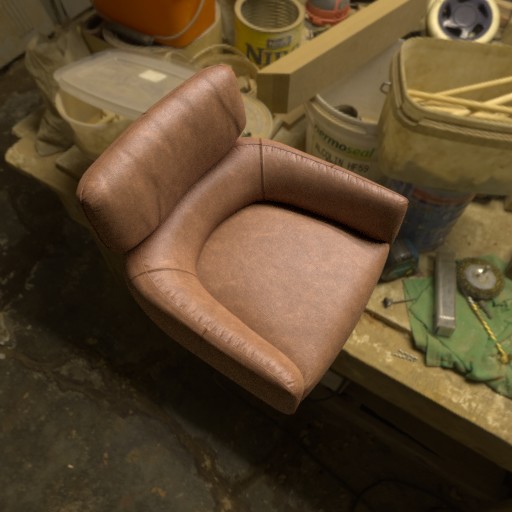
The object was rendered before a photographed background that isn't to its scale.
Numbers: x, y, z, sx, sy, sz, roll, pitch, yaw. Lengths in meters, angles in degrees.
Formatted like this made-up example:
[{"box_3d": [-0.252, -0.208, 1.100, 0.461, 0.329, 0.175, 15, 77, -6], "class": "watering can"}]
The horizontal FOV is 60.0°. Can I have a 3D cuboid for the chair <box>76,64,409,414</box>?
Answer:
[{"box_3d": [0.000, 0.000, 1.360, 0.715, 0.812, 0.706, 29, 63, 17], "class": "chair"}]
